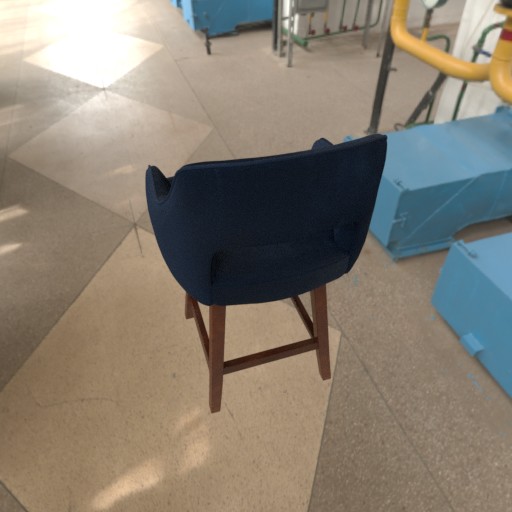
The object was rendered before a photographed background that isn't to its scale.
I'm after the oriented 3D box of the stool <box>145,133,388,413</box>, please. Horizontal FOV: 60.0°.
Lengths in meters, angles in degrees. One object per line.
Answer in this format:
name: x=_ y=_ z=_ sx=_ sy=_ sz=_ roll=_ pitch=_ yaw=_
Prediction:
stool: x=0.000 y=0.000 z=1.299 sx=0.550 sy=0.940 sz=0.560 roll=-12 pitch=43 yaw=-13
